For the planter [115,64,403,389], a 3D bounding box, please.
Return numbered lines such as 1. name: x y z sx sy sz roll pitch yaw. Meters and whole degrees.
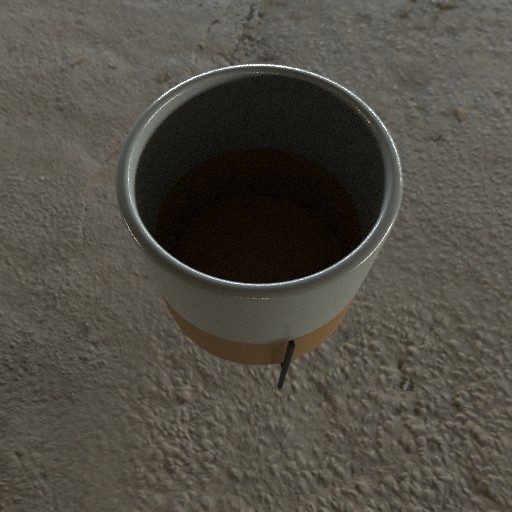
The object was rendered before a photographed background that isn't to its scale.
1. planter: 0.000 0.000 0.654 0.310 0.432 0.310 1 64 0
